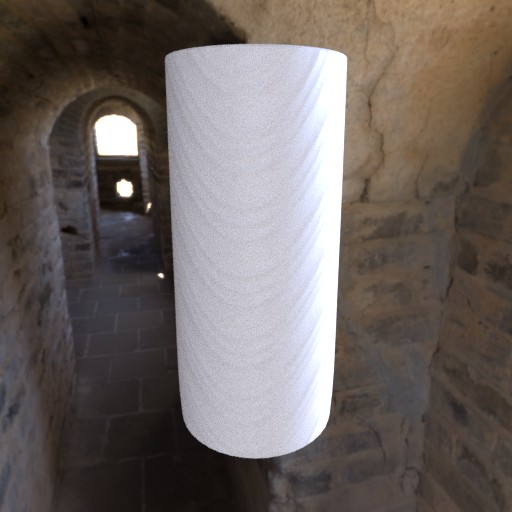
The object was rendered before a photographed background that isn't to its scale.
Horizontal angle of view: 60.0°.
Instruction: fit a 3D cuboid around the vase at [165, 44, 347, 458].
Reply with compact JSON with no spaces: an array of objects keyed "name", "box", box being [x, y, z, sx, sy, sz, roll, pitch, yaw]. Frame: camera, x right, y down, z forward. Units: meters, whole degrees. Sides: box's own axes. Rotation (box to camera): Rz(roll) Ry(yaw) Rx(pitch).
[{"name":"vase","box":[0.000,0.000,0.385,0.143,0.316,0.143,0,16,0]}]
